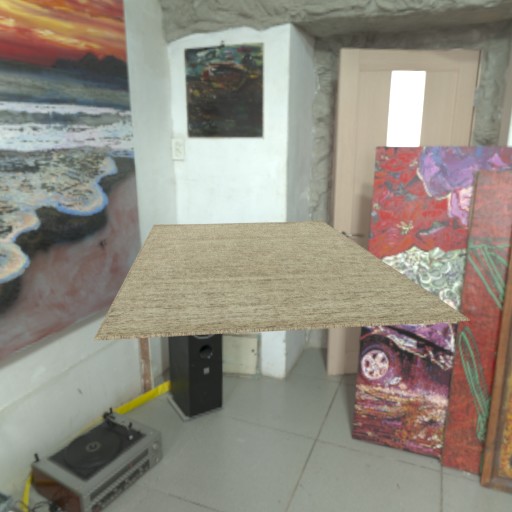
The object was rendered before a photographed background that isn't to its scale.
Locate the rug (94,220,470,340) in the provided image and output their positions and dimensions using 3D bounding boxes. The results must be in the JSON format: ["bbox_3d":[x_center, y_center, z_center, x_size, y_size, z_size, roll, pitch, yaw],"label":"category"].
[{"bbox_3d":[0.000,0.000,2.276,1.211,0.018,1.822,-2,15,-7],"label":"rug"}]
